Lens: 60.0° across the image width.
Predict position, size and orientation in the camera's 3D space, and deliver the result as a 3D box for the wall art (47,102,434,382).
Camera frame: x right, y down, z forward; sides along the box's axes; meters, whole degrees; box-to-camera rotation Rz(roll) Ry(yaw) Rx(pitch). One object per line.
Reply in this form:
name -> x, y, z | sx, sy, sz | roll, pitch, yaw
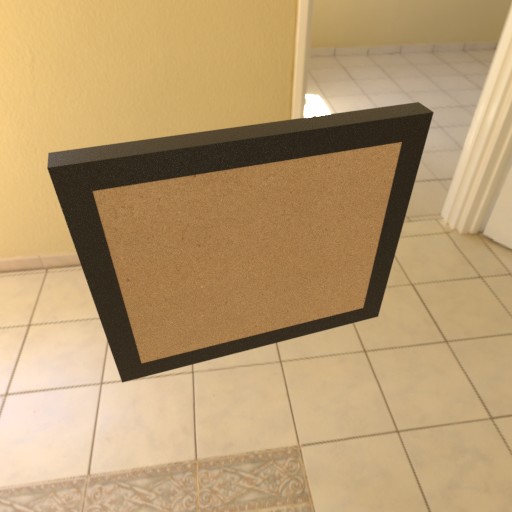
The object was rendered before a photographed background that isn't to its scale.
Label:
wall art -> 0.000, 0.000, 0.535 | 0.381, 0.321, 0.028 | -12, 42, -13
